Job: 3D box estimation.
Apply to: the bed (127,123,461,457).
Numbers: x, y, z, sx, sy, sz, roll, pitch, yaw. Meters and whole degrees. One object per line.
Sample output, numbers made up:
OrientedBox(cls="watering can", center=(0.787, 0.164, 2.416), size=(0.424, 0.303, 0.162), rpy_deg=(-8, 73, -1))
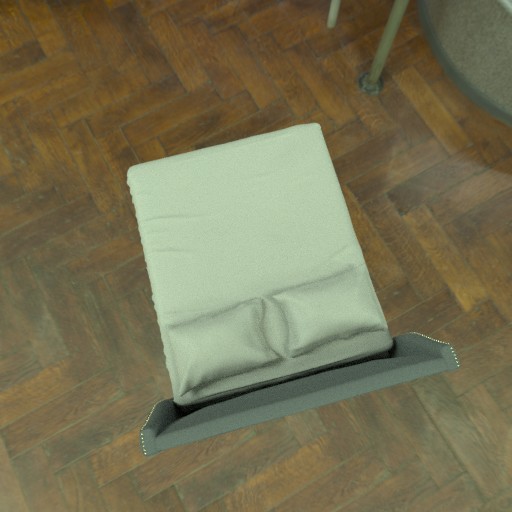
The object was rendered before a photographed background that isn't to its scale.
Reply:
OrientedBox(cls="bed", center=(0.000, 0.000, 3.425), size=(1.925, 1.332, 2.276), rpy_deg=(-14, 76, -4))
